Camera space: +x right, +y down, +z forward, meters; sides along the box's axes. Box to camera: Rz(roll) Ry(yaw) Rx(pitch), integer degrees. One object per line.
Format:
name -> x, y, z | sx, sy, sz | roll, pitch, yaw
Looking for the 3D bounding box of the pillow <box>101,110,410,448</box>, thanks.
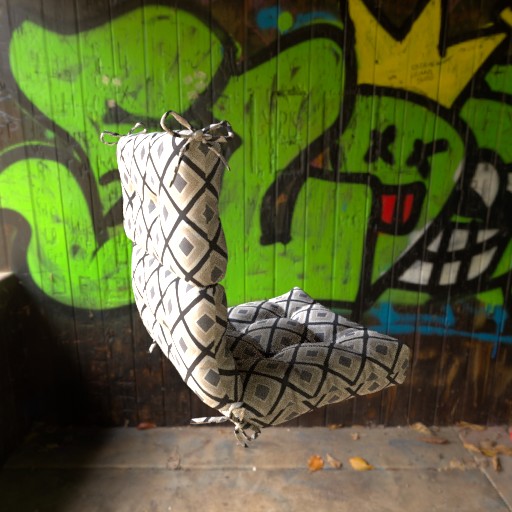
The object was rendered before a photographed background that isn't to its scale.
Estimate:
pillow -> 0.000, 0.000, 1.031 | 0.571, 0.605, 0.519 | -8, 16, -28
